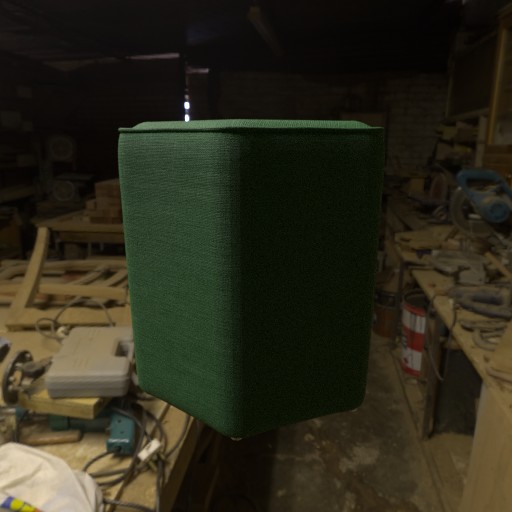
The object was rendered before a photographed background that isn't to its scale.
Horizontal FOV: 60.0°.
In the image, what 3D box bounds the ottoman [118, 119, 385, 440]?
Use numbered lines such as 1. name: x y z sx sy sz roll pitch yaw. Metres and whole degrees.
1. ottoman: 0.000 0.000 0.884 0.444 0.507 0.499 2 15 8
